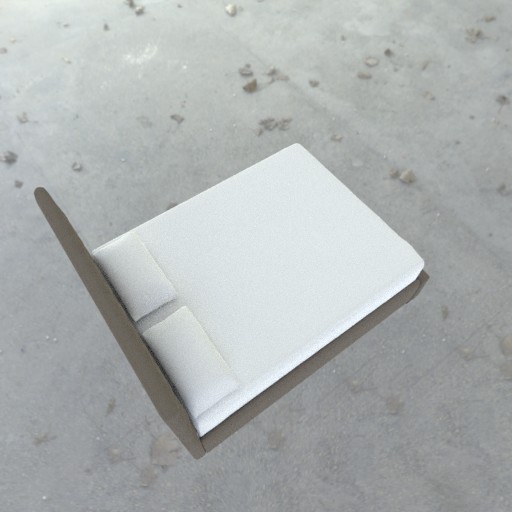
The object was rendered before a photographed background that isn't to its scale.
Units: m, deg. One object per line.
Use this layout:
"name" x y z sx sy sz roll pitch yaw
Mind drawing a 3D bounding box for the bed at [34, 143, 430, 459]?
"bed" 0.000 0.000 3.308 2.233 1.426 1.696 -31 63 -18
